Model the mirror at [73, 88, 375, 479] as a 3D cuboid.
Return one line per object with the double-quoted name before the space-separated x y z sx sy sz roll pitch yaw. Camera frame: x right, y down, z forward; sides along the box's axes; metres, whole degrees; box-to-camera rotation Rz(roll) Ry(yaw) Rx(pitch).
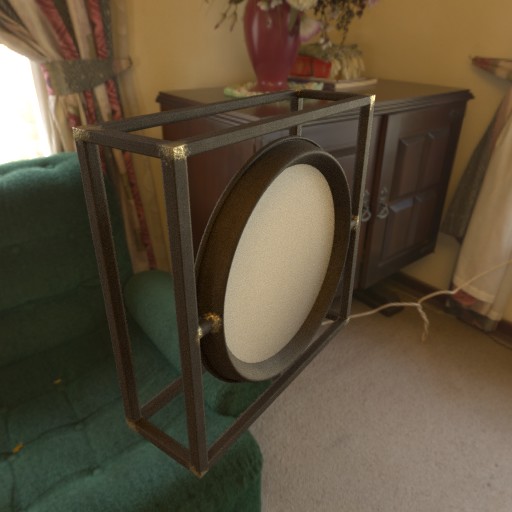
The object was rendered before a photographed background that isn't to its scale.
"mirror" 0.000 0.000 0.473 0.107 0.303 0.306 19 32 32
